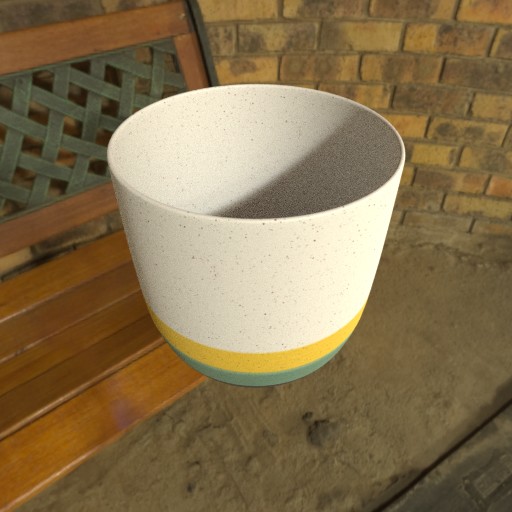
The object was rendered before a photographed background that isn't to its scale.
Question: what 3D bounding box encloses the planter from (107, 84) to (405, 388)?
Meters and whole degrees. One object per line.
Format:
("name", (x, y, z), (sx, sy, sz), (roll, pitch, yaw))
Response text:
("planter", (0.000, 0.000, 0.367), (0.195, 0.214, 0.195), (0, 41, 0))
